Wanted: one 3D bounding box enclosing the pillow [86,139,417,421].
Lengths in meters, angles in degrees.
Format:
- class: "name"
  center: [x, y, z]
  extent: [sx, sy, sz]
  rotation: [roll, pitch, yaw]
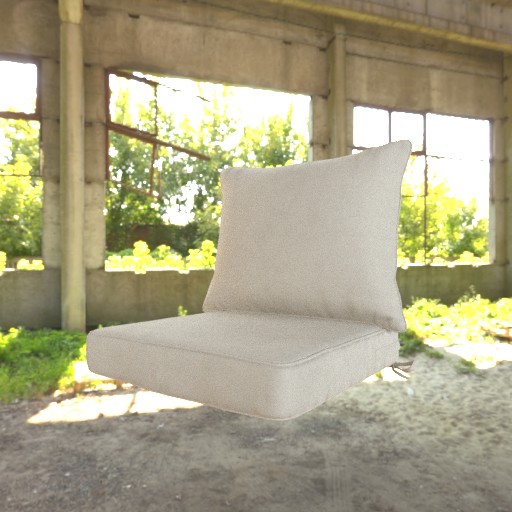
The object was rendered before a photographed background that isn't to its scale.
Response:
- class: "pillow"
  center: [0.000, 0.000, 1.336]
  extent: [0.798, 0.716, 0.733]
  rotation: [0, 0, 36]
